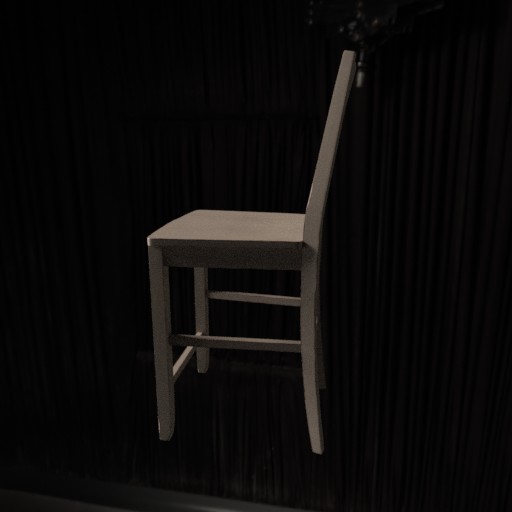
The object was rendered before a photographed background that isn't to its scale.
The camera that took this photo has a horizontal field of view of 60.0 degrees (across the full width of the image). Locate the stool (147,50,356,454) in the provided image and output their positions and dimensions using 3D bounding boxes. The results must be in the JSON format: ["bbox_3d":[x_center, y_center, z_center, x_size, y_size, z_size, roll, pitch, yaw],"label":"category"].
[{"bbox_3d":[0.000,0.000,1.364,0.539,1.079,0.462,3,16,9],"label":"stool"}]
